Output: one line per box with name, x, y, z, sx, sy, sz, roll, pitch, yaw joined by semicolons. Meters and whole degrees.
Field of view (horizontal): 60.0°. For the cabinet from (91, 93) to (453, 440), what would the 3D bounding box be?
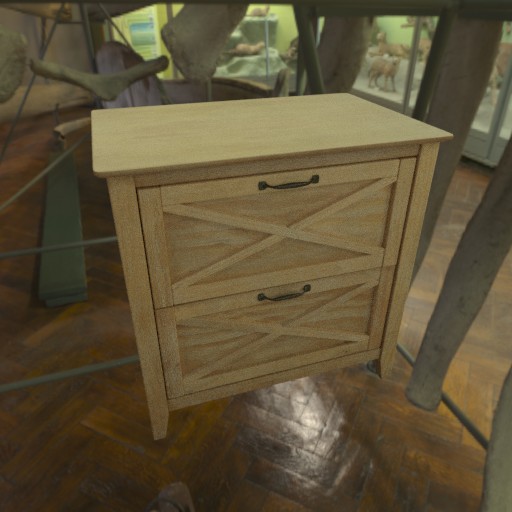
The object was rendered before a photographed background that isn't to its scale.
cabinet;0.000;0.000;1.272;0.763;0.762;0.503;-10;32;-15
